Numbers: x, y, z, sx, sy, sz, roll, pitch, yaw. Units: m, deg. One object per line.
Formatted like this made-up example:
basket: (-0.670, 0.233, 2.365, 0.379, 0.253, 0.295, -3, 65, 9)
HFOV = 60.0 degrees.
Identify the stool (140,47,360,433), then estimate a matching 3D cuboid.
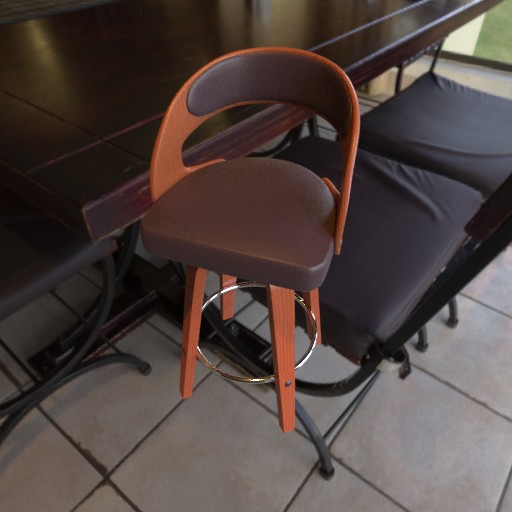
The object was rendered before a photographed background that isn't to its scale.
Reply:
stool: (0.000, 0.000, 1.198, 0.457, 0.940, 0.457, 13, 43, 15)
